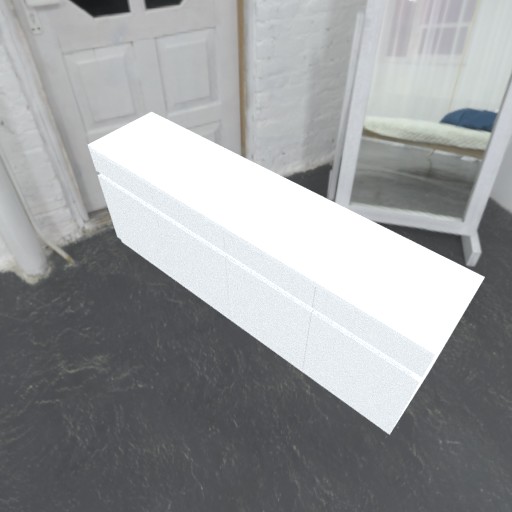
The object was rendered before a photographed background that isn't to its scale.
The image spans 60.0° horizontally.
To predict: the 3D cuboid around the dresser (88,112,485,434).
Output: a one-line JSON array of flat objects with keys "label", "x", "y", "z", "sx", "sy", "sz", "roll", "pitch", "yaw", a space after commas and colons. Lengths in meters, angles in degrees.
[{"label": "dresser", "x": 0.000, "y": 0.000, "z": 2.602, "sx": 2.200, "sy": 0.840, "sz": 0.500, "roll": 32, "pitch": 55, "yaw": 26}]
